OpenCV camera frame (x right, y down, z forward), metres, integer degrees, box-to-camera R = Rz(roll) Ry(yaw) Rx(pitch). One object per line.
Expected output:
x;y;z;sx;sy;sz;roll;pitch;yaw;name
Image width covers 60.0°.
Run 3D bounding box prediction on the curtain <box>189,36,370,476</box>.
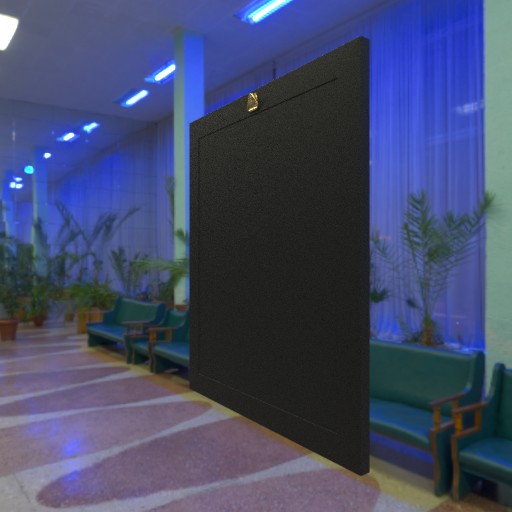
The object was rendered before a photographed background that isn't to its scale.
0.000;0.000;0.786;0.027;0.585;0.483;0;0;-36;curtain
